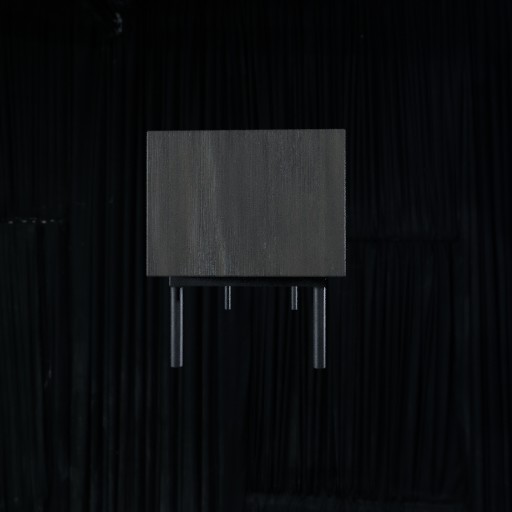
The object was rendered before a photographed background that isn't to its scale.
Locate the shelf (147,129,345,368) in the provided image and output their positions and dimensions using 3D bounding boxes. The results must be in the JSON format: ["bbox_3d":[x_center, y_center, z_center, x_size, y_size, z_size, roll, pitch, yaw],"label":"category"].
[{"bbox_3d":[0.000,0.000,1.530,0.400,0.495,1.300,0,0,2],"label":"shelf"}]
